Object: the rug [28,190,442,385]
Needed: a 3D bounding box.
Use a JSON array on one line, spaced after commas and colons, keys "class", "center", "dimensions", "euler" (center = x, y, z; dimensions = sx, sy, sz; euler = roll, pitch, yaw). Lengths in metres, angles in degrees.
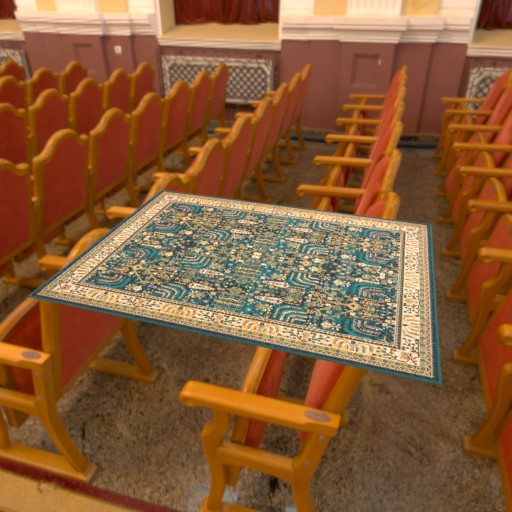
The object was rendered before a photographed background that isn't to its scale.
[{"class": "rug", "center": [0.000, 0.000, 3.982], "dimensions": [3.044, 0.015, 2.226], "euler": [9, 32, 15]}]
